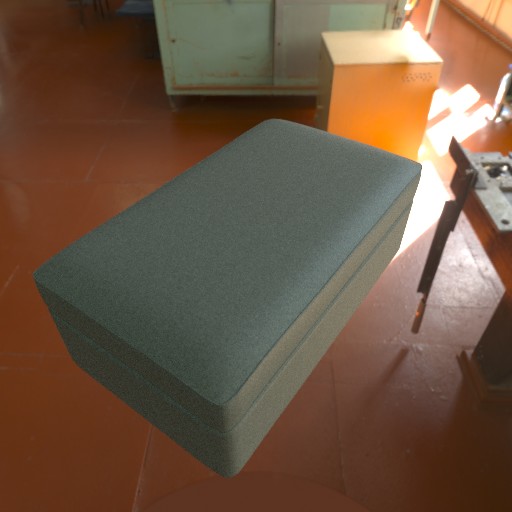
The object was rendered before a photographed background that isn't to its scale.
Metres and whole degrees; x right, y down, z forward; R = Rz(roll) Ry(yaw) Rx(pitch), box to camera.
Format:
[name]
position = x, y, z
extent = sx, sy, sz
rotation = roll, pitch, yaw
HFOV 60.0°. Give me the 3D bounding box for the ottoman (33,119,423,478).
[ottoman]
position = 0.000, 0.000, 1.515
extent = 0.681, 0.494, 1.173
rotation = 26, 48, 26
